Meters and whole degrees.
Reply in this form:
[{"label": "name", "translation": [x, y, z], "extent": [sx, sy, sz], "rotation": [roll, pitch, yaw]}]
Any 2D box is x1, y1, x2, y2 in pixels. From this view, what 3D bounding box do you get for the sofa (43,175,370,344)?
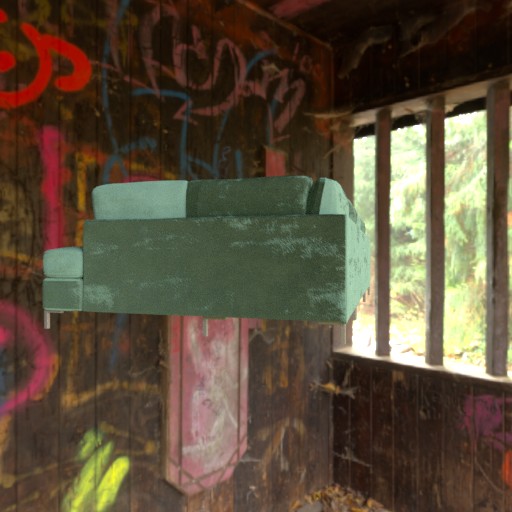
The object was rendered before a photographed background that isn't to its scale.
[{"label": "sofa", "translation": [0.000, 0.000, 4.353], "extent": [2.055, 0.992, 3.434], "rotation": [0, 0, 17]}]
